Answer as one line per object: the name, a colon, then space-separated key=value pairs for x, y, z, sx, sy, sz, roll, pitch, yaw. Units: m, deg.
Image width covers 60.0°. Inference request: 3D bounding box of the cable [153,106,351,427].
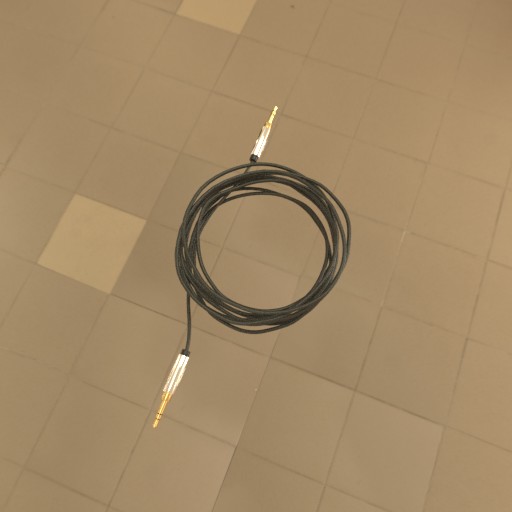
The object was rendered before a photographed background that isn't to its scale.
cable: x=0.000 y=0.000 z=0.516 sx=0.198 sy=0.069 sz=0.432 roll=20 pitch=74 yaw=6
